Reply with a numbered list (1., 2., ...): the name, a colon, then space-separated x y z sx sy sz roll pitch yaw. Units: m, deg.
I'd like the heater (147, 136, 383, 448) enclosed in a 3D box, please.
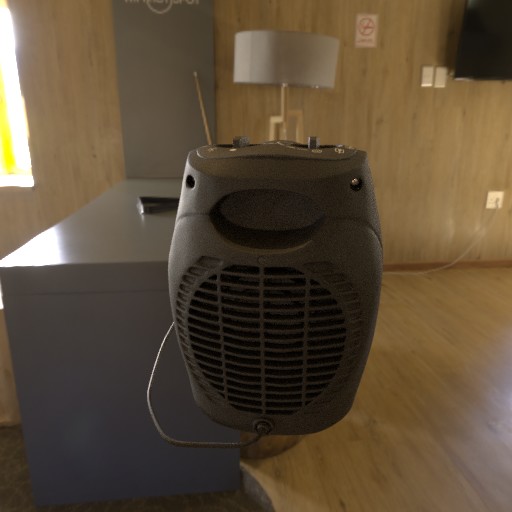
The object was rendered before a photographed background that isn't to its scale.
1. heater: 0.000 0.000 0.453 0.239 0.240 0.291 2 17 8
